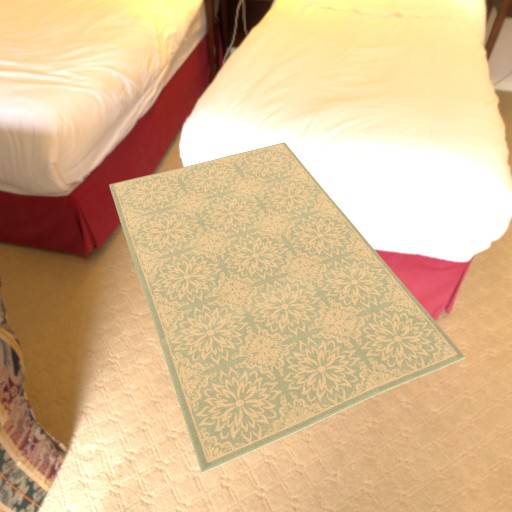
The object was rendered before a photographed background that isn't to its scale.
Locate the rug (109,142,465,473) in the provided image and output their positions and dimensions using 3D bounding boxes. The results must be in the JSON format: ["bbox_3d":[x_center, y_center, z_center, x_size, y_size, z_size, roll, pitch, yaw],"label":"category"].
[{"bbox_3d":[0.000,0.000,3.519,1.819,0.018,2.746,-17,49,-15],"label":"rug"}]
